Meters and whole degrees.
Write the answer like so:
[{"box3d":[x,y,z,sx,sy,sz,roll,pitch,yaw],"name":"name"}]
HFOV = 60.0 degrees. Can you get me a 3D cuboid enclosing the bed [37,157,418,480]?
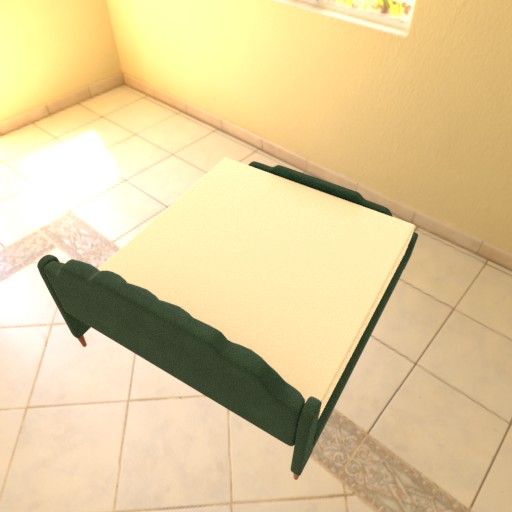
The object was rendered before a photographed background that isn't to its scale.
[{"box3d":[0.000,0.000,3.586,2.074,1.245,2.340,24,51,21],"name":"bed"}]
